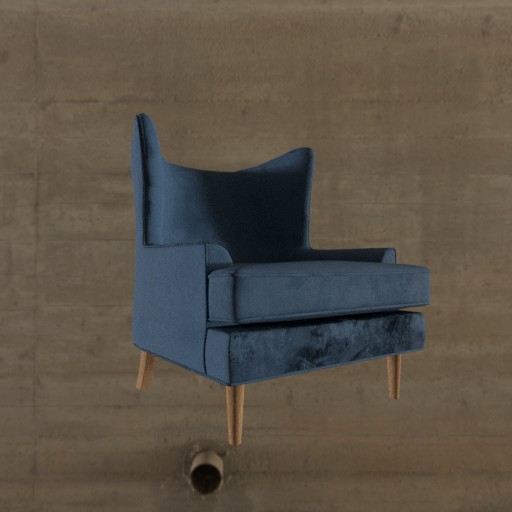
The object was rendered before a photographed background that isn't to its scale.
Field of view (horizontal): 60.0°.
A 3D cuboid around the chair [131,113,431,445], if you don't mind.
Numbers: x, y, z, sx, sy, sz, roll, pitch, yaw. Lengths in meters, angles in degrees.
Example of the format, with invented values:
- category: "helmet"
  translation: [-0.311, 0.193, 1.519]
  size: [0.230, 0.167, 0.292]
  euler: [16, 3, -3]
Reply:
- category: "chair"
  translation: [0.000, 0.000, 1.583]
  size: [0.793, 0.952, 0.910]
  euler: [1, -1, -36]
